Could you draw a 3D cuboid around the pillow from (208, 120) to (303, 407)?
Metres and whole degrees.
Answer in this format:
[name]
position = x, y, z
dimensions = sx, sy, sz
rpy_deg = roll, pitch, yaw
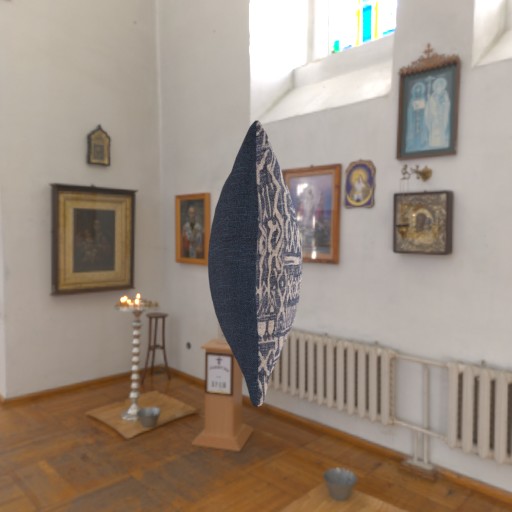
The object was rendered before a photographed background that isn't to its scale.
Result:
[pillow]
position = 0.000, 0.000, 0.750
dimensions = 0.148, 0.292, 0.631
rpy_deg = 0, 1, 0
